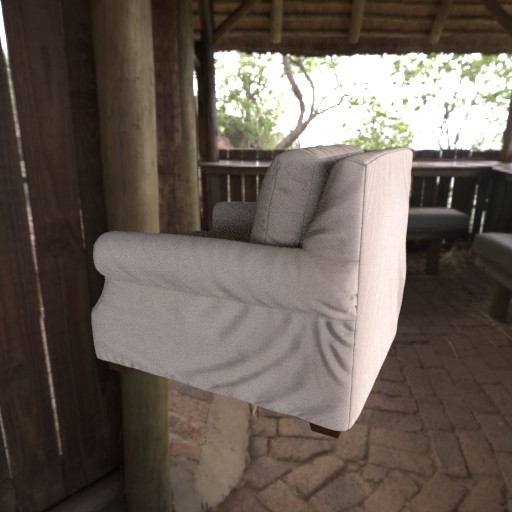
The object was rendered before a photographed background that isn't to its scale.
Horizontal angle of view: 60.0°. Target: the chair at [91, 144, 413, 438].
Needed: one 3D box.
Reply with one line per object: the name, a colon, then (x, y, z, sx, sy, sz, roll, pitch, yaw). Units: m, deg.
chair: (0.000, 0.000, 1.766, 1.066, 0.866, 0.940, 8, 18, 26)
